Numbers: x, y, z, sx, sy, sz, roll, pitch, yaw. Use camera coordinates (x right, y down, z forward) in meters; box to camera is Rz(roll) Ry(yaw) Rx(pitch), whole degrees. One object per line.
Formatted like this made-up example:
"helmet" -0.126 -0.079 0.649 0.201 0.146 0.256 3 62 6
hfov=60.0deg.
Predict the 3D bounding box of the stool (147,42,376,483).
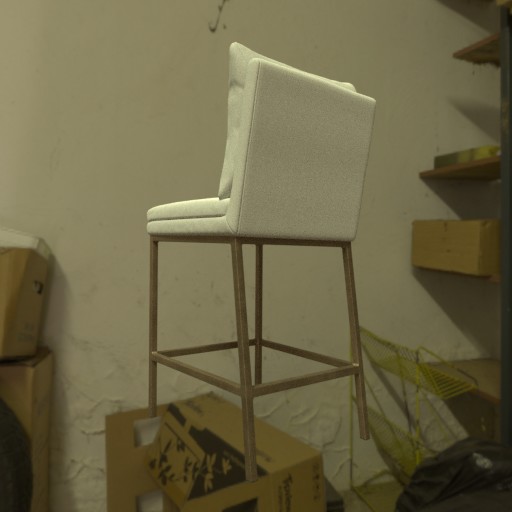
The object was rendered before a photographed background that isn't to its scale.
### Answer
"stool" 0.000 0.000 1.340 0.463 1.032 0.572 0 0 -37
